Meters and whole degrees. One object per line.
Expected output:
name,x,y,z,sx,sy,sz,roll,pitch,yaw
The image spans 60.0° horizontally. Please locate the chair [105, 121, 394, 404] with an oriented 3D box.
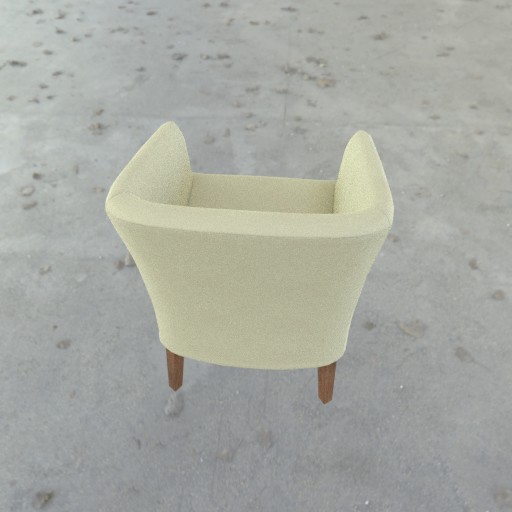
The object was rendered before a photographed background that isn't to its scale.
chair,0.000,0.000,1.327,0.643,0.822,0.657,4,47,4
